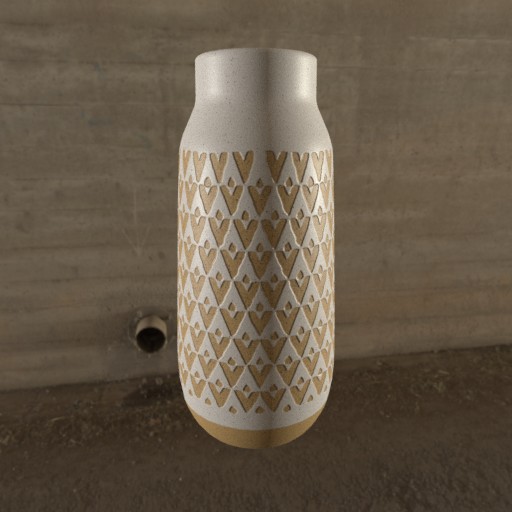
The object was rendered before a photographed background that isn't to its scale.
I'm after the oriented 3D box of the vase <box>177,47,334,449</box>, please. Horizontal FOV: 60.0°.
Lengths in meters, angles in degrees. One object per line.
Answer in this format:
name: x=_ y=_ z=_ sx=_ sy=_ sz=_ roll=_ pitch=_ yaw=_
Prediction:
vase: x=0.000 y=0.000 z=0.372 sx=0.137 sy=0.307 sz=0.137 roll=0 pitch=16 yaw=0
